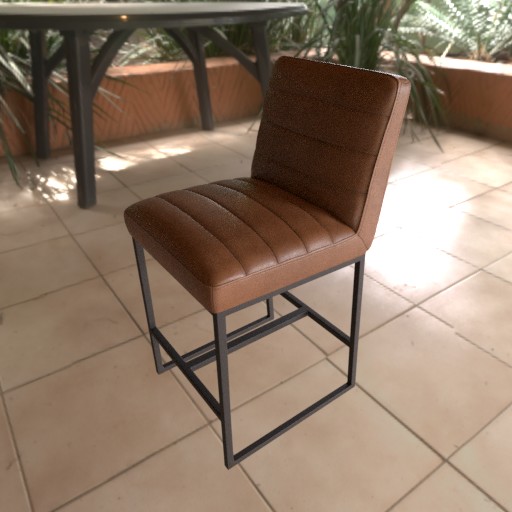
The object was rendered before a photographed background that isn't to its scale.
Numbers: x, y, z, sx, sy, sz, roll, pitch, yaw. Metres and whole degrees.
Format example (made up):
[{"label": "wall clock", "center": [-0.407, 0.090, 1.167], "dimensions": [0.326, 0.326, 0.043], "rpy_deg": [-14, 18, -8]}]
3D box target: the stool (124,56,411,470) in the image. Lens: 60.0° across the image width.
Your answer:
[{"label": "stool", "center": [0.000, 0.000, 1.212], "dimensions": [0.556, 0.940, 0.458], "rpy_deg": [-21, 37, -30]}]
